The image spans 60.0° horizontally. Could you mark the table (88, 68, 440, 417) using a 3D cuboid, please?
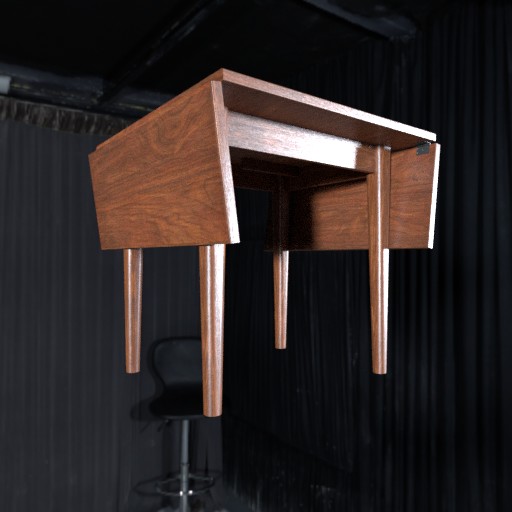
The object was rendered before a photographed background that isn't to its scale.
[{"bbox_3d":[0.000,0.000,1.460,0.843,0.763,0.812,0,0,-37],"label":"table"}]
